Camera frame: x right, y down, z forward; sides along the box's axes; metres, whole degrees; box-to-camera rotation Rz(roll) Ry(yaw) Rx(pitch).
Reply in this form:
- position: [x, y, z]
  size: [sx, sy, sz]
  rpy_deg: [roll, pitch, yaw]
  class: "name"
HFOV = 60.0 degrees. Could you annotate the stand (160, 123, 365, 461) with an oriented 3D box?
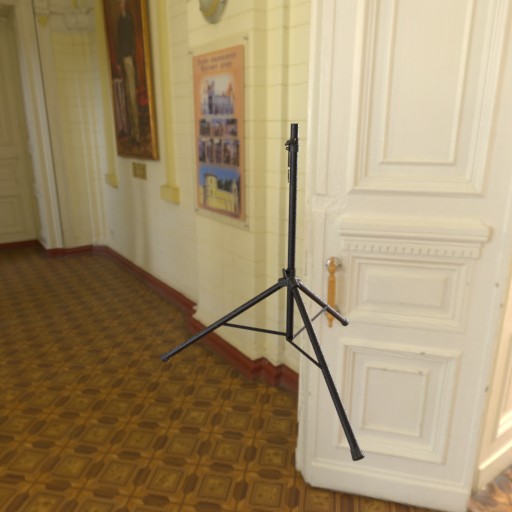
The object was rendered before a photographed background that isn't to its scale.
- position: [0.000, 0.000, 2.783]
  size: [1.339, 1.595, 1.596]
  rpy_deg: [3, 17, 9]
  class: "stand"
